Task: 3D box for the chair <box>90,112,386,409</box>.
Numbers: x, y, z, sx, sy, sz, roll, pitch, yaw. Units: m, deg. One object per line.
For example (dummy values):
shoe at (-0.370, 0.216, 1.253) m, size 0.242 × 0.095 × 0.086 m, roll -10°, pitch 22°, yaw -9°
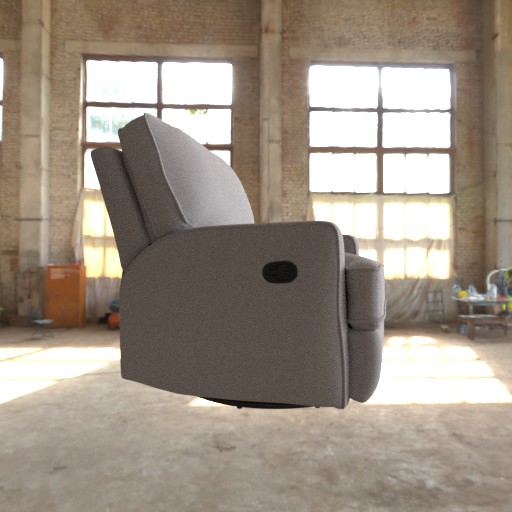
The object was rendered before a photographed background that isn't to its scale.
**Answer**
chair at (0.000, 0.000, 1.721) m, size 0.969 × 0.964 × 0.861 m, roll 0°, pitch -1°, yaw 17°
